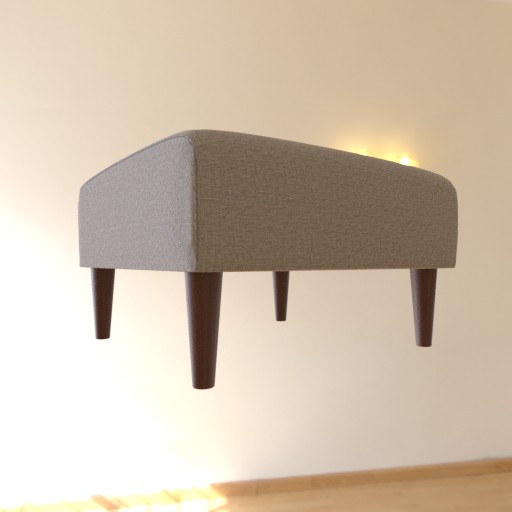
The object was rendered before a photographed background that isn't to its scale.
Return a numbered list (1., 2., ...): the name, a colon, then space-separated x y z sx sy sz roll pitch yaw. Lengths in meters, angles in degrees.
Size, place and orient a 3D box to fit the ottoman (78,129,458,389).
1. ottoman: 0.000 0.000 1.029 0.655 0.399 0.648 0 -1 -35
